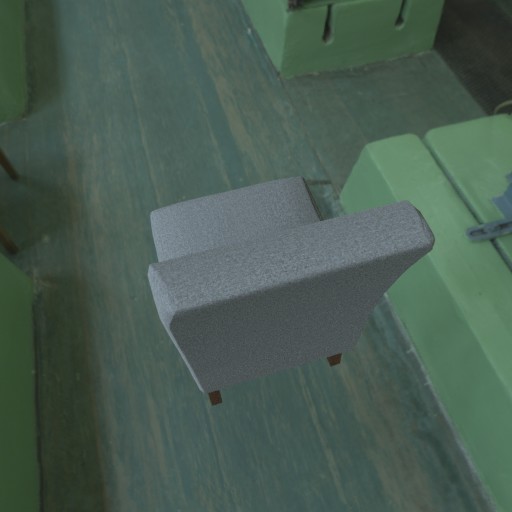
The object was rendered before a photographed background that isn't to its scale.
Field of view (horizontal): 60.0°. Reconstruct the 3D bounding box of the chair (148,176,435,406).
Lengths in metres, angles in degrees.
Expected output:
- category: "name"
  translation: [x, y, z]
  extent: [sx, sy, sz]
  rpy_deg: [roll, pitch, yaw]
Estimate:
- category: "chair"
  translation: [0.000, 0.000, 1.158]
  extent: [0.513, 0.804, 0.592]
  rpy_deg: [-16, 60, -9]
